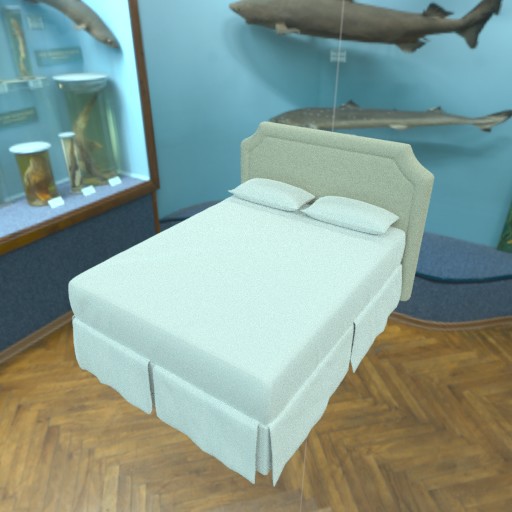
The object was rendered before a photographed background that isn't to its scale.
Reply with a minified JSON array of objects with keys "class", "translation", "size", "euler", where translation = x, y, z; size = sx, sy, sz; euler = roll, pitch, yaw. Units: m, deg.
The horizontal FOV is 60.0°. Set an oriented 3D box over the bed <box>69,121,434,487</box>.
[{"class":"bed","translation":[0.000,0.000,3.068],"size":[1.693,1.290,2.116],"euler":[19,35,30]}]
